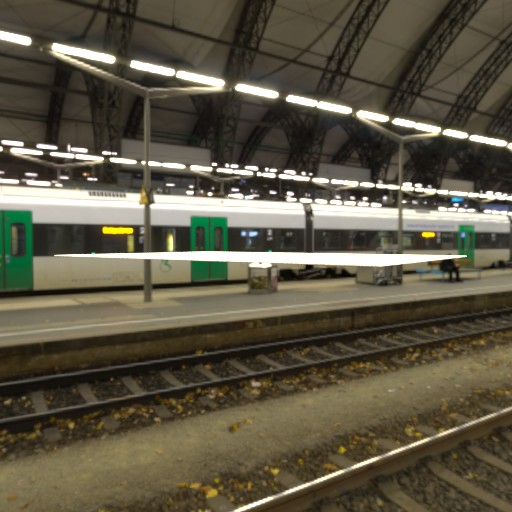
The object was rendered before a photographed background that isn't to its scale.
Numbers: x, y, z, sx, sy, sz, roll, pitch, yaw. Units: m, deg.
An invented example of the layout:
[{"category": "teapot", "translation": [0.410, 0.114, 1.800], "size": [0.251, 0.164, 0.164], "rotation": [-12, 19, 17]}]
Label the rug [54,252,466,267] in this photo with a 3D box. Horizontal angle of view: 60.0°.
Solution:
[{"category": "rug", "translation": [0.000, 0.000, 2.378], "size": [1.850, 0.006, 1.234], "rotation": [1, 2, 36]}]
